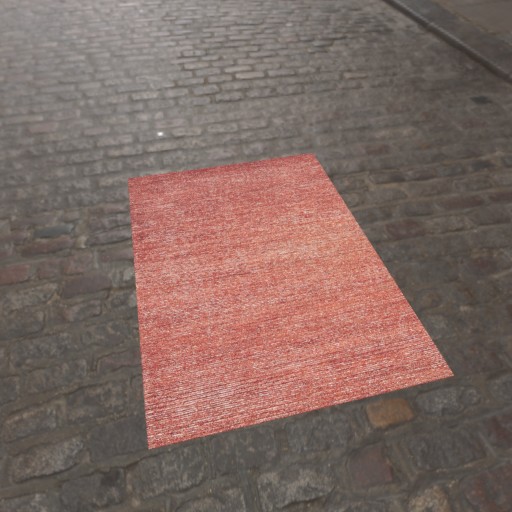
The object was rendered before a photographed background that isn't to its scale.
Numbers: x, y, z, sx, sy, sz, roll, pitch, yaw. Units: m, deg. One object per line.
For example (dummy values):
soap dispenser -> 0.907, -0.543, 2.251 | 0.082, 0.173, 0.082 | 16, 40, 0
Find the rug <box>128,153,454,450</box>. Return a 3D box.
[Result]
rug -> 0.000, 0.000, 5.231 | 2.803, 0.025, 3.965 | -10, 45, -10
